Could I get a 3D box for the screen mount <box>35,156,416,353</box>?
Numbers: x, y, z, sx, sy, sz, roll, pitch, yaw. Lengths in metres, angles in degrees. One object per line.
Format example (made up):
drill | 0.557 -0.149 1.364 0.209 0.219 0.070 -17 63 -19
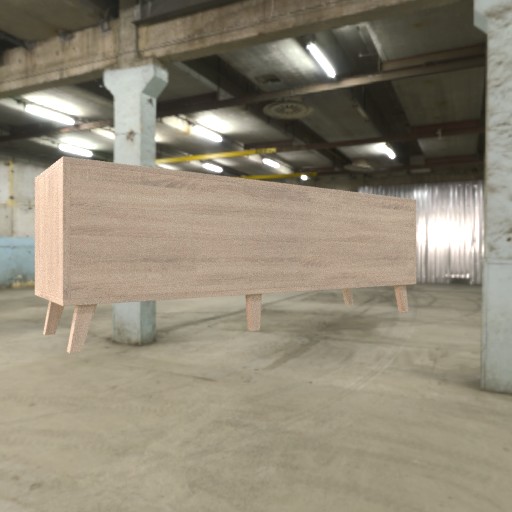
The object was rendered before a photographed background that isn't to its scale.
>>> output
screen mount | 0.000 0.000 1.730 1.500 0.510 0.400 0 0 -36
